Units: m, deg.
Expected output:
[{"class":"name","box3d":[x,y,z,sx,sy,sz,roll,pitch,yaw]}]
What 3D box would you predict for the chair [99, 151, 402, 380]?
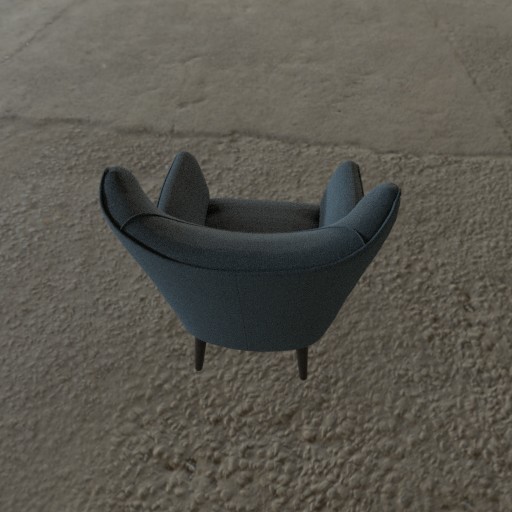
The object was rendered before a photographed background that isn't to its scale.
[{"class":"chair","box3d":[0.000,0.000,1.593,0.781,0.933,0.888,4,46,4]}]
